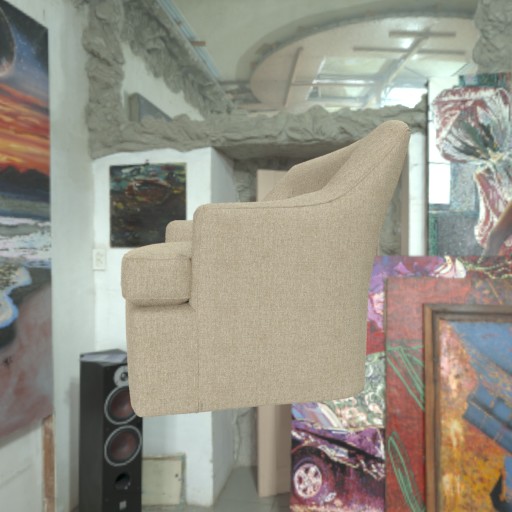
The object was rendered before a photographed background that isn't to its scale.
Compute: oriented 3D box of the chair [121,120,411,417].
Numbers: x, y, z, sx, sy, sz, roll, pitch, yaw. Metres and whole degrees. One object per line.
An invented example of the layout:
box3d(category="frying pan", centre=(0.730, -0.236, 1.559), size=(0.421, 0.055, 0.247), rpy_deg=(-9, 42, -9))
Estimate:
box3d(category="chair", centre=(0.000, 0.000, 1.579), size=(0.923, 0.856, 0.864), rpy_deg=(0, 1, -17))
